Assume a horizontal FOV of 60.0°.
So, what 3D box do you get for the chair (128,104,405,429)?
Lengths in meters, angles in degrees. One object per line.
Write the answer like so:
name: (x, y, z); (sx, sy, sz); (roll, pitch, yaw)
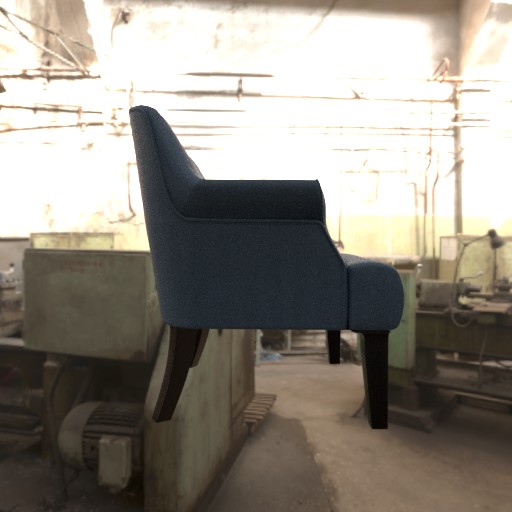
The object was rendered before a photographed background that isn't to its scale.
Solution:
chair: (0.000, 0.000, 1.466); (0.754, 0.878, 0.770); (0, 1, 0)
